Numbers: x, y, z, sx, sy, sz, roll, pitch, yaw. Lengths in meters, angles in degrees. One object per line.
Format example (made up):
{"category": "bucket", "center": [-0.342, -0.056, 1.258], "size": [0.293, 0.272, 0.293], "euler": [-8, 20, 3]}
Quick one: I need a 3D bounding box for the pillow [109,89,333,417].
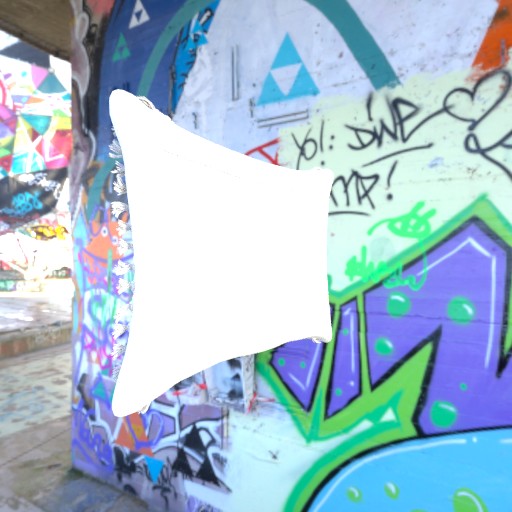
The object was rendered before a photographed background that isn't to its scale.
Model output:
{"category": "pillow", "center": [0.000, 0.000, 0.587], "size": [0.084, 0.305, 0.466], "euler": [0, 0, 34]}
